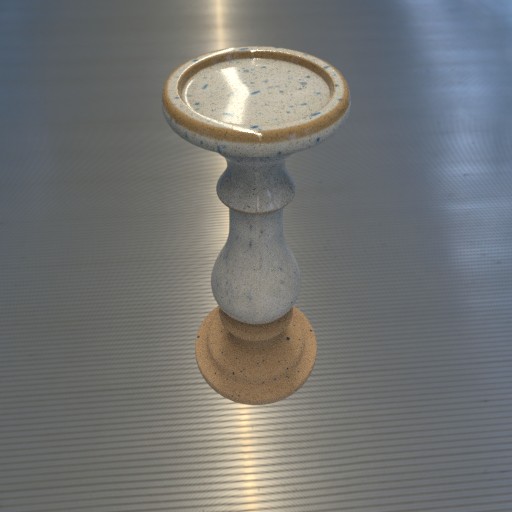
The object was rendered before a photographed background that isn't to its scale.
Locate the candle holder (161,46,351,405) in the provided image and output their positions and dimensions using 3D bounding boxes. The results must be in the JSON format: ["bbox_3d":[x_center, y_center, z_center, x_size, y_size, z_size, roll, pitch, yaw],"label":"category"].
[{"bbox_3d":[0.000,0.000,0.251,0.088,0.203,0.088,0,47,0],"label":"candle holder"}]
